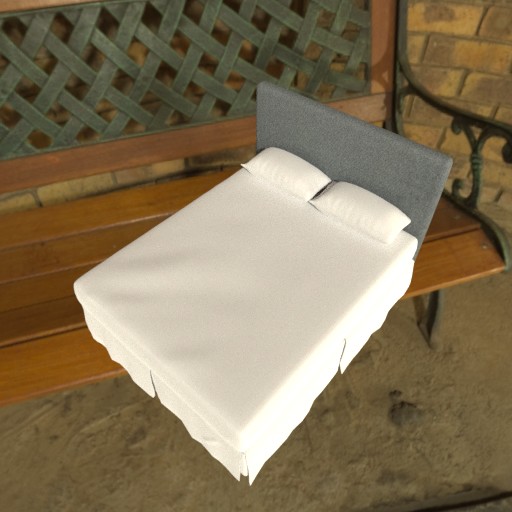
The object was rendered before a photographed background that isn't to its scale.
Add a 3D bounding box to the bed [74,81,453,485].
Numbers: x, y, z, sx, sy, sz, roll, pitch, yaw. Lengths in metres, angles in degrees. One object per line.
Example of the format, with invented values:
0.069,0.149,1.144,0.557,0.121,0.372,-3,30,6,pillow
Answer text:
0.000,0.000,3.167,1.723,1.330,2.142,33,55,27,bed
